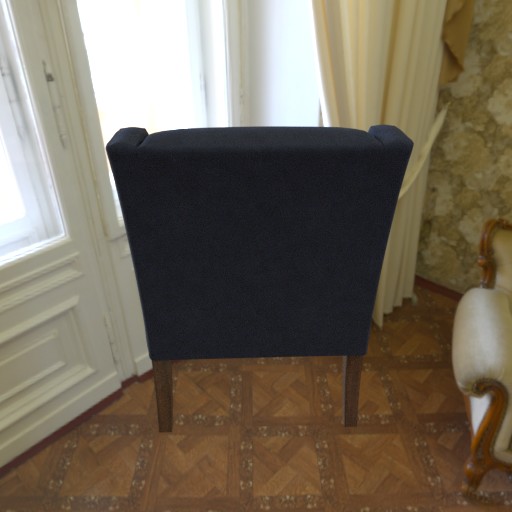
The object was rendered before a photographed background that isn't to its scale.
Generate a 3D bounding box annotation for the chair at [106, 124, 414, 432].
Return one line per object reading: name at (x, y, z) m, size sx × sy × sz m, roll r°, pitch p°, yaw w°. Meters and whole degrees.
chair at (0.000, 0.000, 1.346) m, size 0.629 × 0.895 × 0.629 m, roll -1°, pitch 31°, yaw -2°
